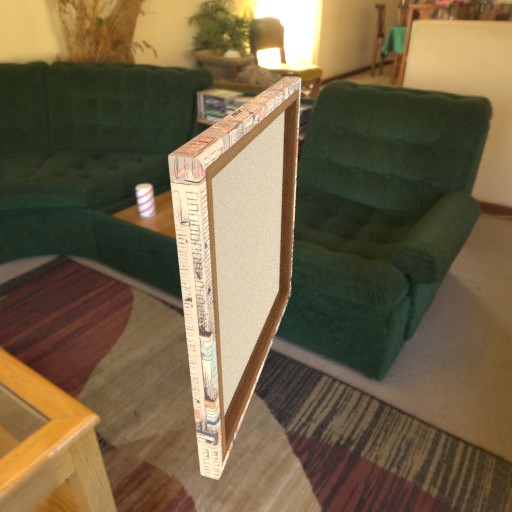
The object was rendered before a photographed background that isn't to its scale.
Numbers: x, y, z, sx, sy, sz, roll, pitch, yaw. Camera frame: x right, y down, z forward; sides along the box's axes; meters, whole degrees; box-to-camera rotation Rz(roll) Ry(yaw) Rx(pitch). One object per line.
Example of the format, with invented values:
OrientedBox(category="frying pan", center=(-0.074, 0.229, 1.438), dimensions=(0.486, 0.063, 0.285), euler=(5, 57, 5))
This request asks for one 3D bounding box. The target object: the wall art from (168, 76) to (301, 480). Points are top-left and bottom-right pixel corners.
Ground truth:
OrientedBox(category="wall art", center=(0.000, 0.000, 0.913), dimensions=(0.038, 0.608, 0.607), euler=(8, 31, 14))
